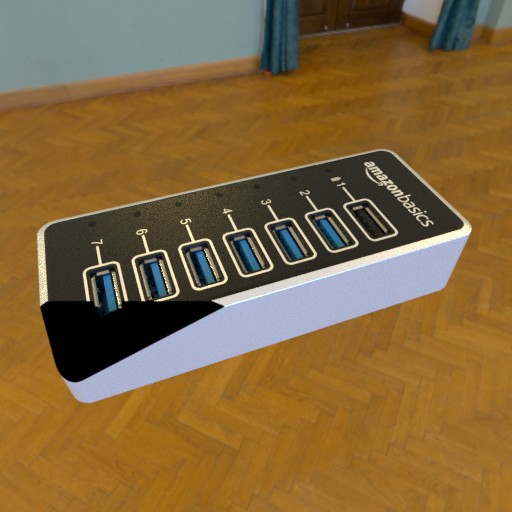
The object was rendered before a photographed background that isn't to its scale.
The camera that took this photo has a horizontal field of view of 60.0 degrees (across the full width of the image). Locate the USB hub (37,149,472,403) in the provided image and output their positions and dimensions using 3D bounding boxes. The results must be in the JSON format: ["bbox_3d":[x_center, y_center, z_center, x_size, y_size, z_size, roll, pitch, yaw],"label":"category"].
[{"bbox_3d":[0.000,0.000,0.126,0.110,0.023,0.044,-15,48,-14],"label":"USB hub"}]
